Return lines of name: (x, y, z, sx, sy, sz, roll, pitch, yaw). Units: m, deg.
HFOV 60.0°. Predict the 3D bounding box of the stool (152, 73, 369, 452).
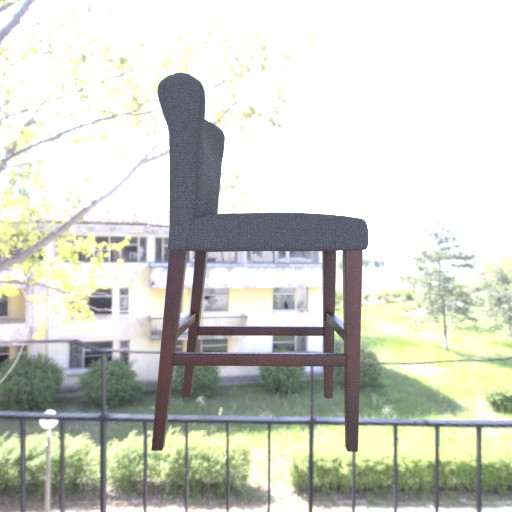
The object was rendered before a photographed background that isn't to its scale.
stool: (0.000, 0.000, 1.316, 0.568, 0.968, 0.479, 0, 0, 1)
